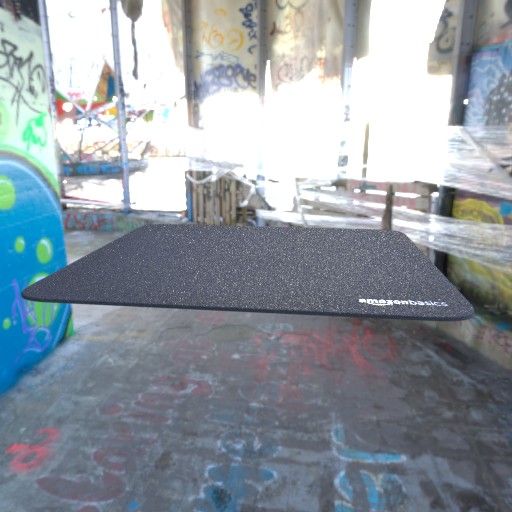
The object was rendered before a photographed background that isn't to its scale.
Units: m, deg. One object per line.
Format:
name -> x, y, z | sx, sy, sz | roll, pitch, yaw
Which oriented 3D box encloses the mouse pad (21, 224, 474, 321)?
mouse pad -> 0.000, 0.000, 0.328 | 0.249, 0.002, 0.211 | 2, 15, 7
